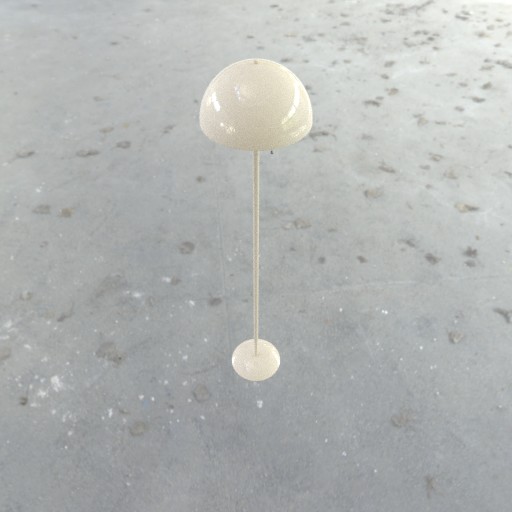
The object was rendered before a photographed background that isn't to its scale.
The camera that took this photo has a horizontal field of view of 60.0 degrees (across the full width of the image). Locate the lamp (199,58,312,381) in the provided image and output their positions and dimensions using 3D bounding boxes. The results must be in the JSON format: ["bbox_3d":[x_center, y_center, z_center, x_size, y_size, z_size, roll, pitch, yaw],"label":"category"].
[{"bbox_3d":[0.000,0.000,1.699,0.328,1.480,0.328,-4,46,-4],"label":"lamp"}]
